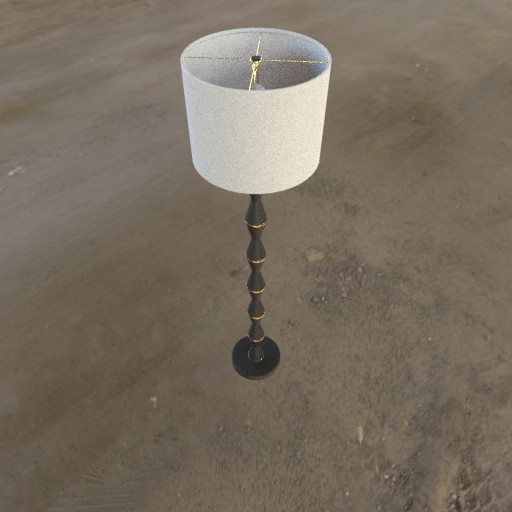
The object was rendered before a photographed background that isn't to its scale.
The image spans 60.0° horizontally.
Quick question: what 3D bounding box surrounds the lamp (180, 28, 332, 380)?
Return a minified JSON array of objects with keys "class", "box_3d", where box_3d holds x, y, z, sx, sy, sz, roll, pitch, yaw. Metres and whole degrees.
[{"class":"lamp","box_3d":[0.000,0.000,1.661,0.381,1.480,0.381,4,47,3]}]
